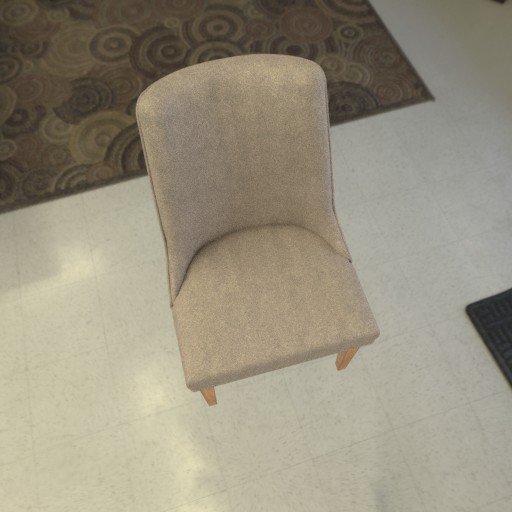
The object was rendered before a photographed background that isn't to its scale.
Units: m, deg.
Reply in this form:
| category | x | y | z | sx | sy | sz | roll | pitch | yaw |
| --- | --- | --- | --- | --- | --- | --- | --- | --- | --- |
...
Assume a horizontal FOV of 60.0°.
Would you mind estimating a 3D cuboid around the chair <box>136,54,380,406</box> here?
| category | x | y | z | sx | sy | sz | roll | pitch | yaw |
| --- | --- | --- | --- | --- | --- | --- | --- | --- | --- |
| chair | 0.000 | 0.000 | 1.299 | 0.548 | 0.916 | 0.636 | -14 | 65 | -6 |
